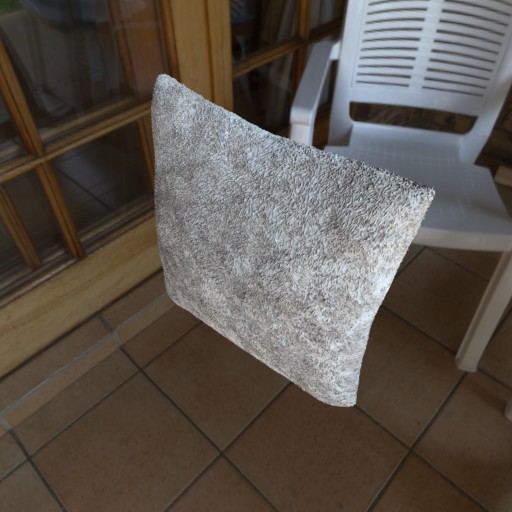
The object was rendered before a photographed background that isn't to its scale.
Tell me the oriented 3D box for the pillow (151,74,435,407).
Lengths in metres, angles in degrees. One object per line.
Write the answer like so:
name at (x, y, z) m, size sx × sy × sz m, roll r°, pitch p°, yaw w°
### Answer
pillow at (0.000, 0.000, 0.826) m, size 0.529 × 0.515 × 0.218 m, roll 30°, pitch 53°, yaw 25°
